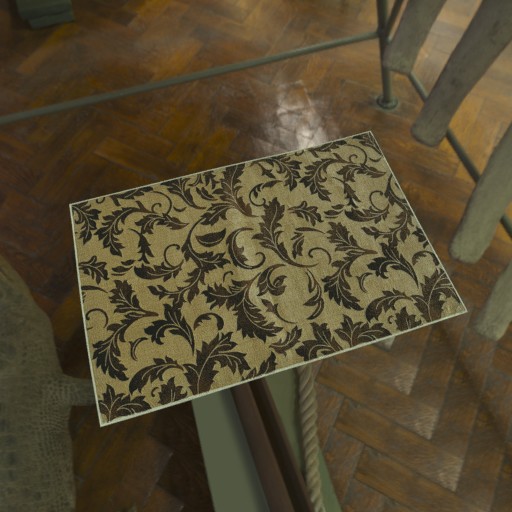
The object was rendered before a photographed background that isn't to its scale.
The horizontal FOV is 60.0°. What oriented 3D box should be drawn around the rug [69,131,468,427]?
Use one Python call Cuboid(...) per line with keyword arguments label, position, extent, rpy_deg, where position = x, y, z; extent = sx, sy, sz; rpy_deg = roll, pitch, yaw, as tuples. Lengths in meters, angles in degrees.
Cuboid(label="rug", position=(0.000, 0.000, 2.912), extent=(2.284, 0.008, 1.522), rpy_deg=(-15, 65, -7))
